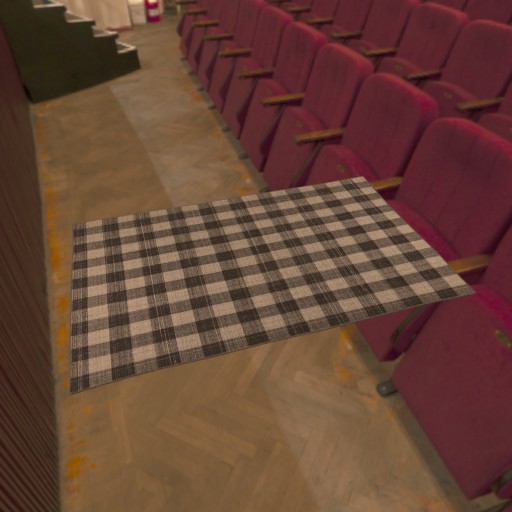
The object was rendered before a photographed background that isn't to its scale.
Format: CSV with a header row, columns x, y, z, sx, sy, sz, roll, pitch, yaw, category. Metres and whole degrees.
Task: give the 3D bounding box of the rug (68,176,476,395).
x,y,z,sx,sy,sz,roll,pitch,yaw,category
0.000,0.000,3.103,2.476,0.011,1.554,-11,41,-13,rug
